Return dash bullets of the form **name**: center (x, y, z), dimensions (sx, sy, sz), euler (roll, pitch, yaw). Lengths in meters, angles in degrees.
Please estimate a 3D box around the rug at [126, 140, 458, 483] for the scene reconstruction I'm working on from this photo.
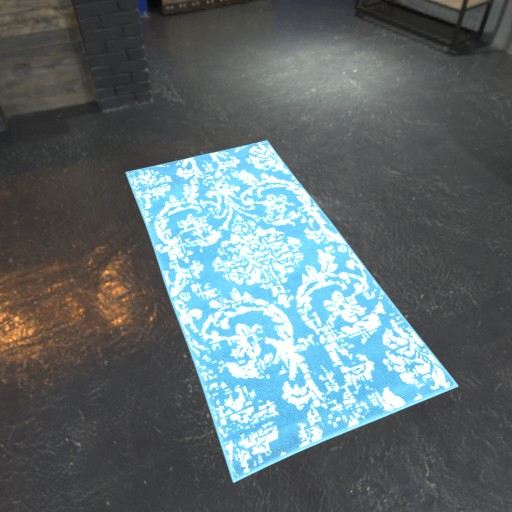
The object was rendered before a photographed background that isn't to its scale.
- **rug**: center (0.000, 0.000, 1.424), dimensions (0.604, 0.007, 1.219), euler (-17, 49, -15)
